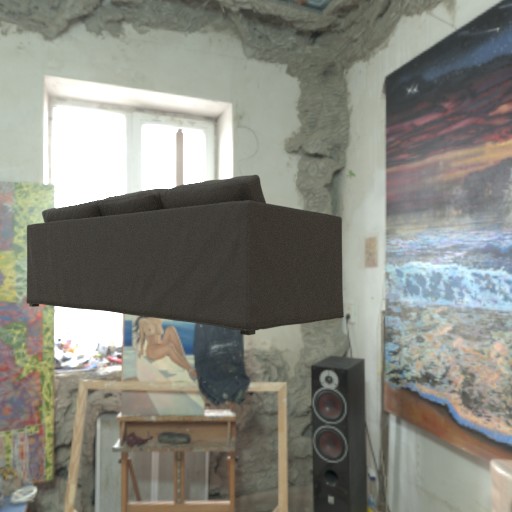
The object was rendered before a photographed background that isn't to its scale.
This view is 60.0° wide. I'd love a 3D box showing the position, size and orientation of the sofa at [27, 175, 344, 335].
[{"bbox_3d":[0.000,0.000,4.203,2.432,0.871,3.182,-1,-1,38],"label":"sofa"}]
